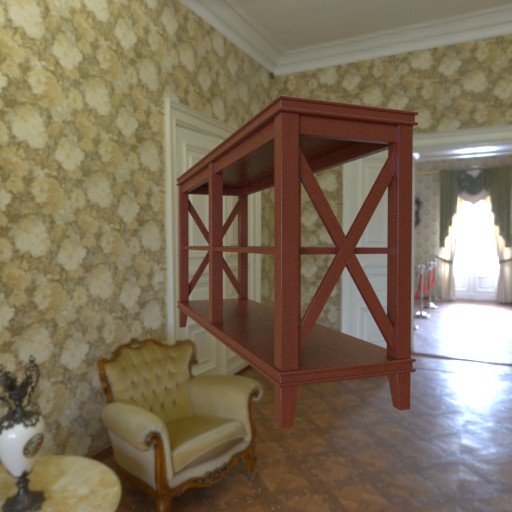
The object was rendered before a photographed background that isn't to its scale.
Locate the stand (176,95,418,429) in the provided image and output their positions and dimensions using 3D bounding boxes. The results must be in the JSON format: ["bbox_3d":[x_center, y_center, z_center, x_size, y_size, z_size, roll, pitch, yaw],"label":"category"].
[{"bbox_3d":[0.000,0.000,1.711,0.381,0.762,1.372,-1,2,-20],"label":"stand"}]
